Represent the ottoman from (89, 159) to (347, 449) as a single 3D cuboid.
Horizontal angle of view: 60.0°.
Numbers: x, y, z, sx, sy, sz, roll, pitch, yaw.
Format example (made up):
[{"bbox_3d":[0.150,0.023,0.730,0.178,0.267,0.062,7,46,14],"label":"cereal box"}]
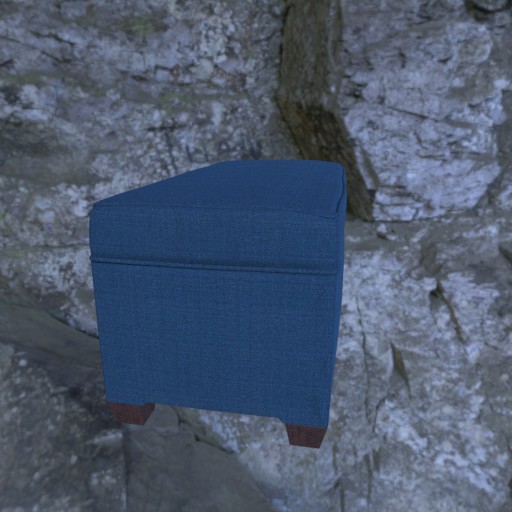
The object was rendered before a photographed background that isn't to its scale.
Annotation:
[{"bbox_3d":[0.000,0.000,1.218,0.474,0.474,0.943,3,17,10],"label":"ottoman"}]
